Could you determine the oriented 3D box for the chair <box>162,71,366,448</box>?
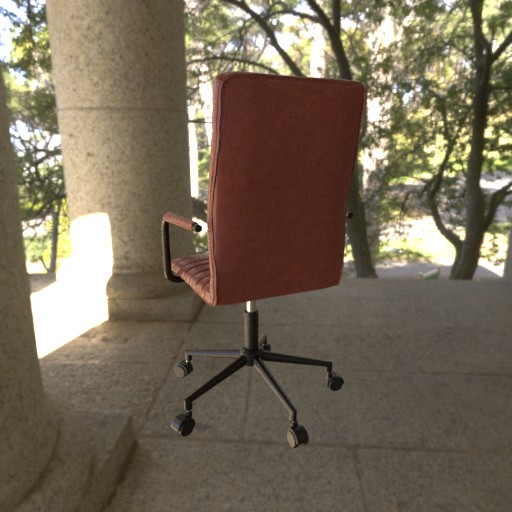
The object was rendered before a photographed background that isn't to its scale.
[{"bbox_3d":[0.000,0.000,1.353,0.608,0.979,0.580,-7,16,-25],"label":"chair"}]
